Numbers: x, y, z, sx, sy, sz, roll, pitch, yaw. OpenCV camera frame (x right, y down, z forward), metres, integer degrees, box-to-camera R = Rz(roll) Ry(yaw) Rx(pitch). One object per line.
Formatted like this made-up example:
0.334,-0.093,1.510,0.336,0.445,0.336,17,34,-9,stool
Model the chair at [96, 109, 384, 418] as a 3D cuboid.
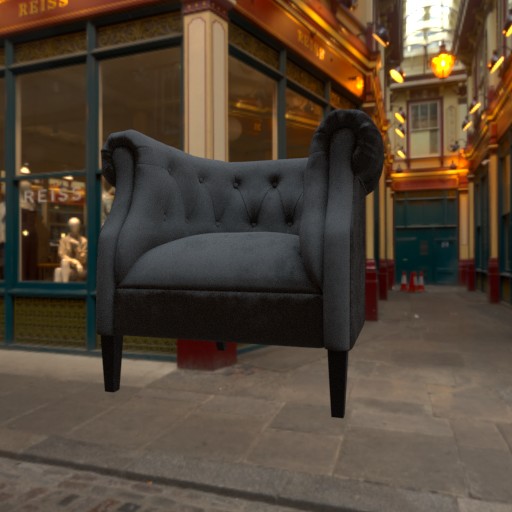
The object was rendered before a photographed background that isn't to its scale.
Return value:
0.000,0.000,1.610,0.904,0.826,0.851,0,0,18,chair
